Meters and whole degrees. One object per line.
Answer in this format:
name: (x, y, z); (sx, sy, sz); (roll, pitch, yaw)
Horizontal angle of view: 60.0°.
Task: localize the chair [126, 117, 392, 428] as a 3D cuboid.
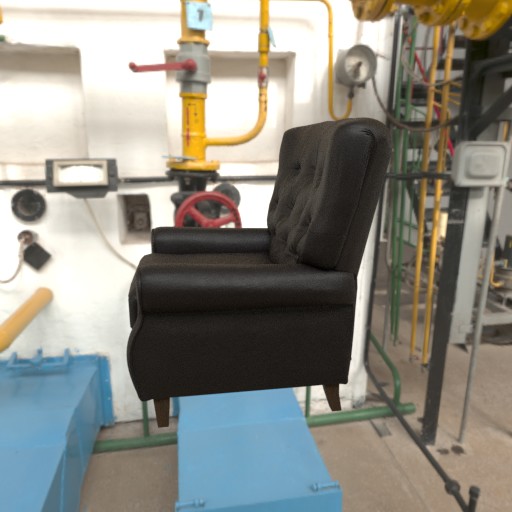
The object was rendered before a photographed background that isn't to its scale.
chair: (0.000, 0.000, 1.941); (1.058, 1.158, 0.948); (-2, 15, -8)
